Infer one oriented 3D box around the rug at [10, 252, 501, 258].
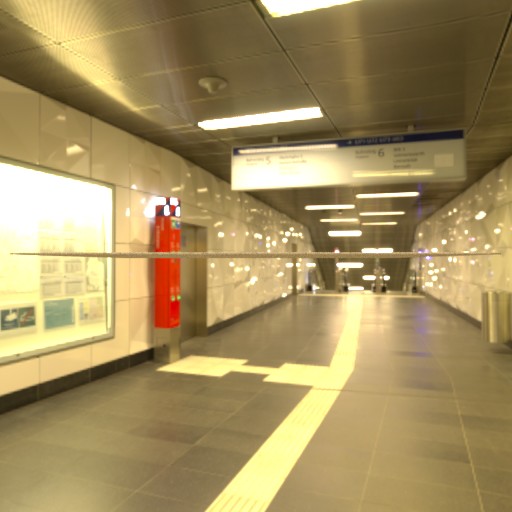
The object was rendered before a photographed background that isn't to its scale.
[{"bbox_3d":[0.000,0.000,2.764,2.233,0.011,1.514,0,-1,1],"label":"rug"}]
